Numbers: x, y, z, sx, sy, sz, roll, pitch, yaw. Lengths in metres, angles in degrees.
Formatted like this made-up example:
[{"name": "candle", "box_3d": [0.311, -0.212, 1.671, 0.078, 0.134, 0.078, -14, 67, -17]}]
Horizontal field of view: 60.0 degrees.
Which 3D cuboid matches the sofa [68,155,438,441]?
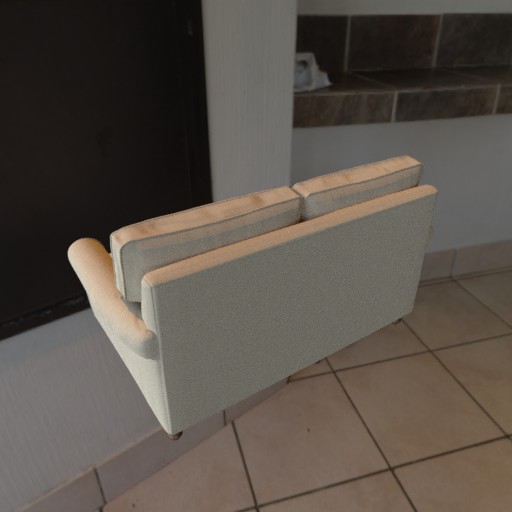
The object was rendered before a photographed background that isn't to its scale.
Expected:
[{"name": "sofa", "box_3d": [0.000, 0.000, 2.252, 1.665, 0.937, 0.964, -19, 35, -29]}]
